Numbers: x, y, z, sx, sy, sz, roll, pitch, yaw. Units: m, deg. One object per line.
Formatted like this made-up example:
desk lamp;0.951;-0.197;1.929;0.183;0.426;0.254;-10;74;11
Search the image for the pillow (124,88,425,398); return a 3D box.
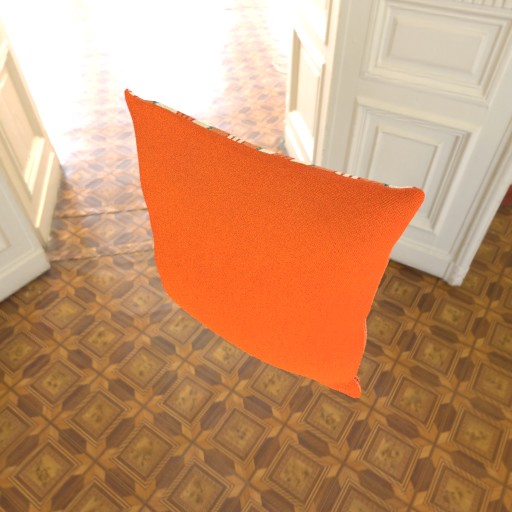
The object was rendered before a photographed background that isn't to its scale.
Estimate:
pillow;0.000;0.000;0.690;0.440;0.441;0.182;26;52;22
